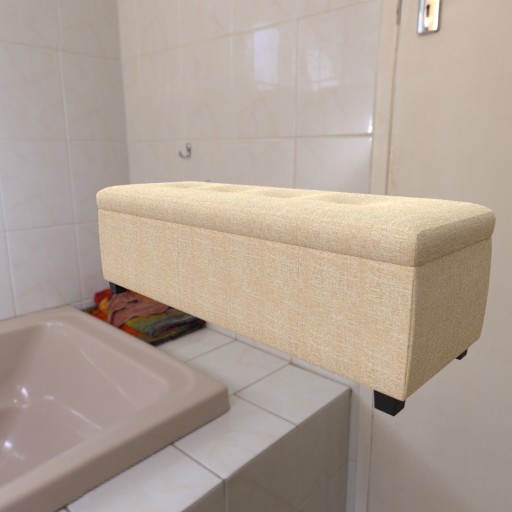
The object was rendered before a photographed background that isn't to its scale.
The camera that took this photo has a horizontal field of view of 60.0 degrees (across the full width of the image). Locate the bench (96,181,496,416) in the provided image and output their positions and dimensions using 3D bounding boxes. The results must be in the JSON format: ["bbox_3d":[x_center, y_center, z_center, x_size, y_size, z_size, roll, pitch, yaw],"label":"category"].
[{"bbox_3d":[0.000,0.000,1.371,1.219,0.406,0.432,13,18,43],"label":"bench"}]
